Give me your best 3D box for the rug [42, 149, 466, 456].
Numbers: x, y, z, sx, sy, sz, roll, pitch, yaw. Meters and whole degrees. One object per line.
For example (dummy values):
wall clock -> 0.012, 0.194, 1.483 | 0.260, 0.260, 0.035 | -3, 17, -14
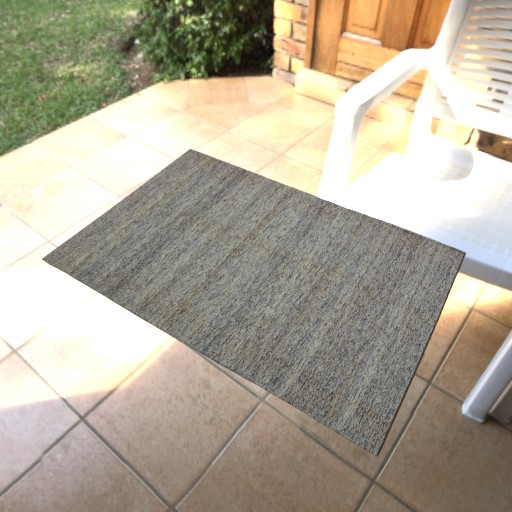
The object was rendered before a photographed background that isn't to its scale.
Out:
rug -> 0.000, 0.000, 2.312 | 1.846, 0.014, 1.243 | 25, 51, 22
